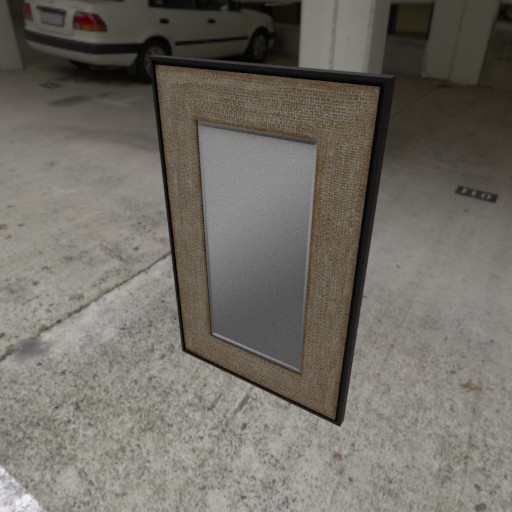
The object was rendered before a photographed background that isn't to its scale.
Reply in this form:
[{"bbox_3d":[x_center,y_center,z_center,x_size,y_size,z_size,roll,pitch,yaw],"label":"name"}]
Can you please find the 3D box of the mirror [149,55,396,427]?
[{"bbox_3d":[0.000,0.000,1.525,0.762,1.219,0.038,18,35,27],"label":"mirror"}]
